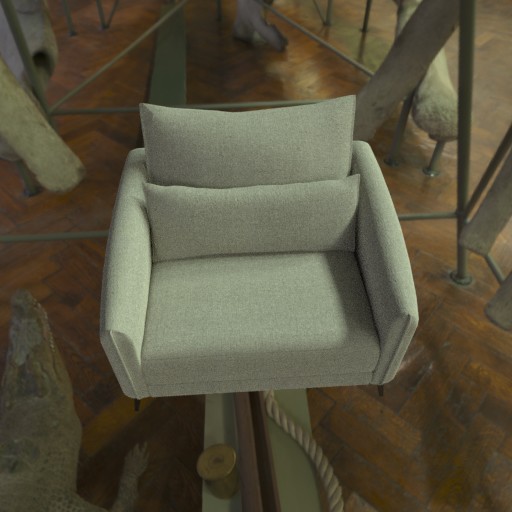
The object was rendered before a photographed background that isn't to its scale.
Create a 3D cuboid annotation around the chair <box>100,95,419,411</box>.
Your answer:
[{"bbox_3d":[0.000,0.000,1.613,1.029,0.856,0.801,-3,46,-3],"label":"chair"}]
